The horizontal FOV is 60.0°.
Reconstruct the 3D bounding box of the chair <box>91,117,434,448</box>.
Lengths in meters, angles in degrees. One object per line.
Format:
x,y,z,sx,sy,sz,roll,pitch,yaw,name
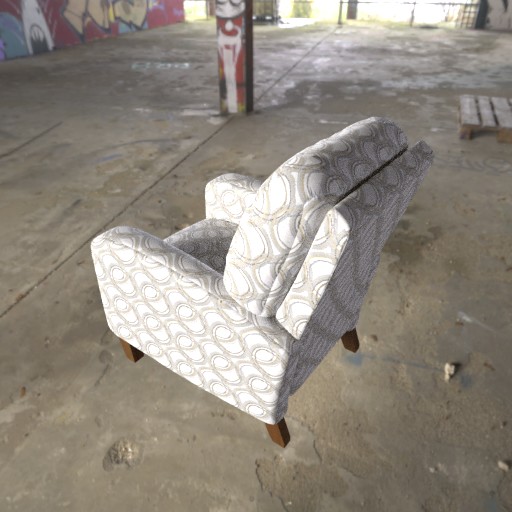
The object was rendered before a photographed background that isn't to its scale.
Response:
0.000,0.000,1.712,0.995,1.065,0.796,21,38,30,chair
